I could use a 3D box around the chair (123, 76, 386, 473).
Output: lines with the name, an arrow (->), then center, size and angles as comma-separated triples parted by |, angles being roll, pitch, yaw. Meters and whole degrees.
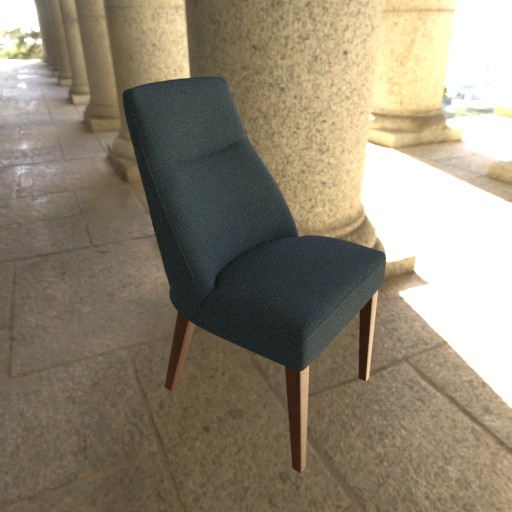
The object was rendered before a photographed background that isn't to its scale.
chair -> 0.000, 0.000, 1.288 | 0.620, 0.930, 0.500 | 18, 32, 31
